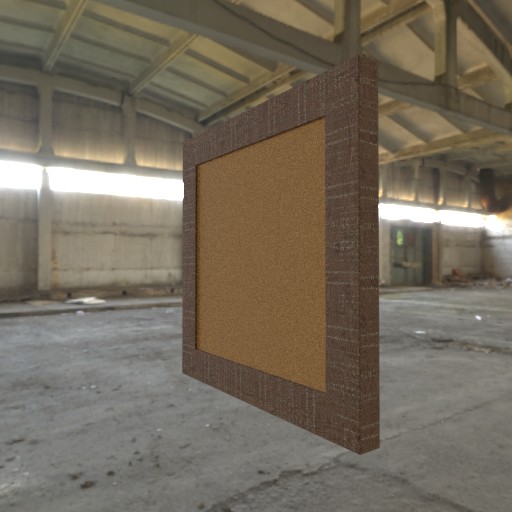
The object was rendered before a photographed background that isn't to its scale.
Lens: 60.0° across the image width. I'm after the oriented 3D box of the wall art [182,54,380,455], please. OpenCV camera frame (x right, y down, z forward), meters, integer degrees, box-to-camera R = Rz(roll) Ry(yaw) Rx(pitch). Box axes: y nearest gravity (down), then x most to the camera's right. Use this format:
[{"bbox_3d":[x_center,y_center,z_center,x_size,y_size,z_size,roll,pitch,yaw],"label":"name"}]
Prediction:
[{"bbox_3d":[0.000,0.000,0.815,0.040,0.531,0.531,1,-1,-35],"label":"wall art"}]
